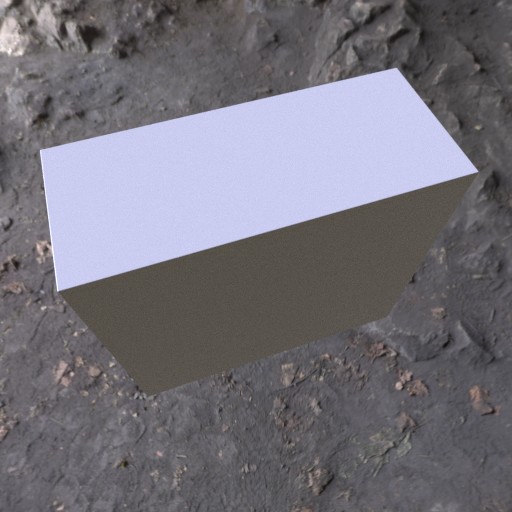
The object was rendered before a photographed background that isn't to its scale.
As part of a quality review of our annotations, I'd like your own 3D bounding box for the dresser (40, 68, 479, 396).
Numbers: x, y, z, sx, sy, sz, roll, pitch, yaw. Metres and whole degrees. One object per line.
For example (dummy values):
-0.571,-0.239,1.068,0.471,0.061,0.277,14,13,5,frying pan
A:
0.000,0.000,1.627,1.100,1.000,0.460,-16,60,-10,dresser
